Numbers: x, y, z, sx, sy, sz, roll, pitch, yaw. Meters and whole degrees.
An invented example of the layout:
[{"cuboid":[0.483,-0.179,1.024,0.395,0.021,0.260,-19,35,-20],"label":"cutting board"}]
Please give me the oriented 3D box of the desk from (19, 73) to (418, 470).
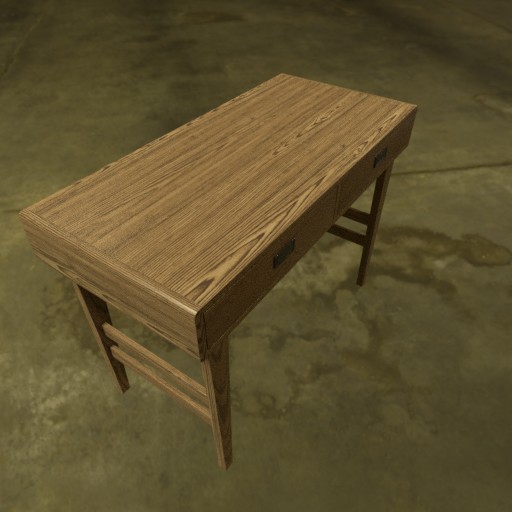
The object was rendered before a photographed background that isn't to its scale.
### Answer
[{"cuboid":[0.000,0.000,1.422,0.508,0.755,1.067,25,47,26],"label":"desk"}]
